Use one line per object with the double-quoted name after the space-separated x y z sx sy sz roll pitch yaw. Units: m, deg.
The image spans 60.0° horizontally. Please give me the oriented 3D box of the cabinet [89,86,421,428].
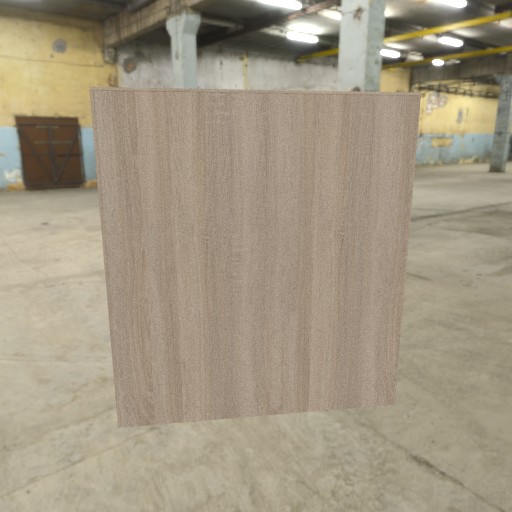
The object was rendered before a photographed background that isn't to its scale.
0.000 0.000 3.016 1.870 2.060 0.620 -2 14 -8 "cabinet"
